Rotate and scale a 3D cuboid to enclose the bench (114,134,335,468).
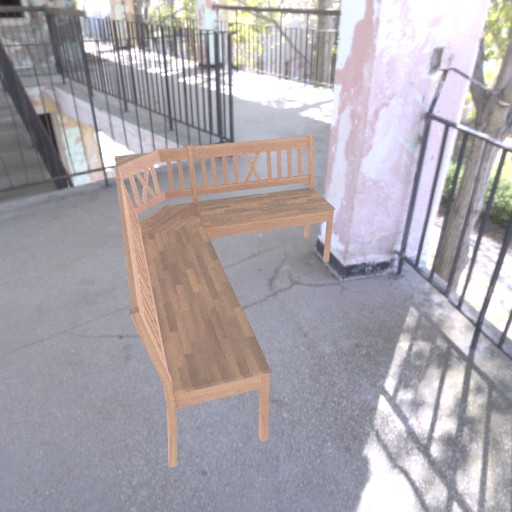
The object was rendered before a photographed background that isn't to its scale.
[{"bbox_3d":[0.000,0.000,2.777,1.537,0.902,1.937,-9,32,-15],"label":"bench"}]
